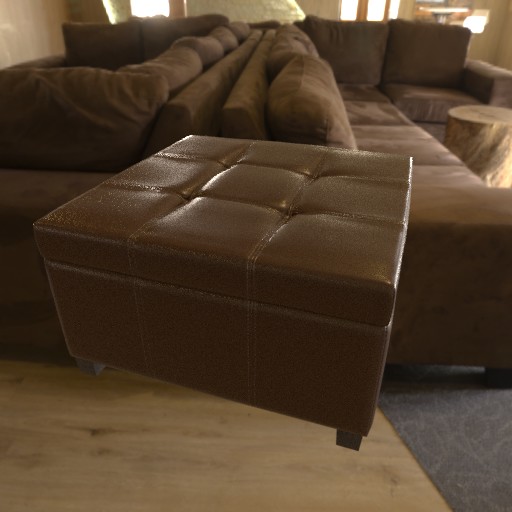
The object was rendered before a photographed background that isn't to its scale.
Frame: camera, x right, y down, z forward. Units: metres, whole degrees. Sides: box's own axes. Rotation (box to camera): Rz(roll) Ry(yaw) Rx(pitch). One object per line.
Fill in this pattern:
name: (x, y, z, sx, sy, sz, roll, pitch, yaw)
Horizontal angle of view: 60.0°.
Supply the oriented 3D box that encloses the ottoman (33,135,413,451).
ottoman: (0.000, 0.000, 1.280, 0.787, 0.460, 0.788, 10, 31, 16)
